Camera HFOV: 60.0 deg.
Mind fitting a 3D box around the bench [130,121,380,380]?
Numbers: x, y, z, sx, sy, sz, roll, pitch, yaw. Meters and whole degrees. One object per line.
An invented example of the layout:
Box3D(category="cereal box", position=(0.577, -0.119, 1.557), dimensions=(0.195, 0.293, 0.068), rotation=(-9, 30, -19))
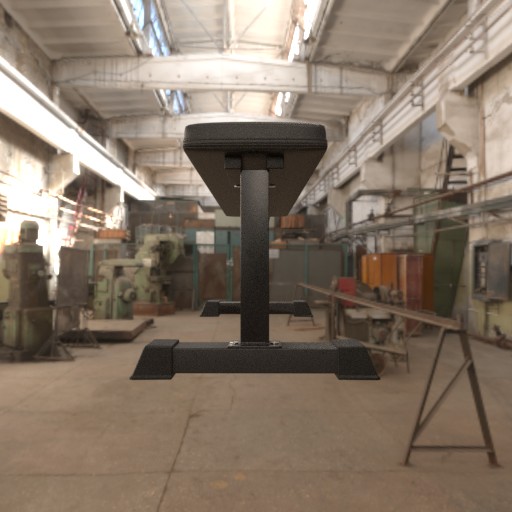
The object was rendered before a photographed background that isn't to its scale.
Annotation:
Box3D(category="bench", position=(0.000, 0.000, 1.284), dimensions=(0.439, 0.453, 1.072), rotation=(0, -1, 0))
